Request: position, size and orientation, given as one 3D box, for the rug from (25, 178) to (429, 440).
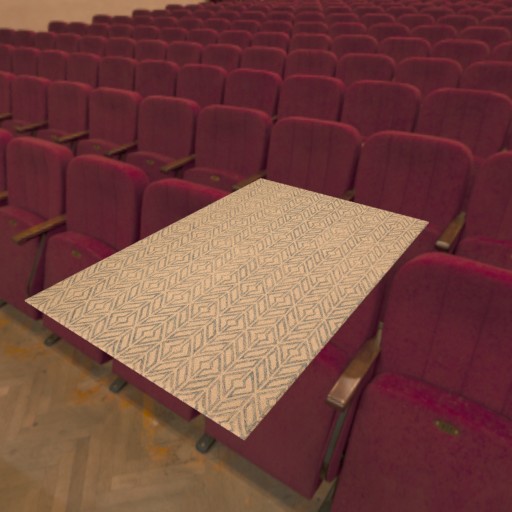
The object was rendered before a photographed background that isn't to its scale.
[{"bbox_3d":[0.000,0.000,2.301,1.220,0.008,1.824,20,36,30],"label":"rug"}]
